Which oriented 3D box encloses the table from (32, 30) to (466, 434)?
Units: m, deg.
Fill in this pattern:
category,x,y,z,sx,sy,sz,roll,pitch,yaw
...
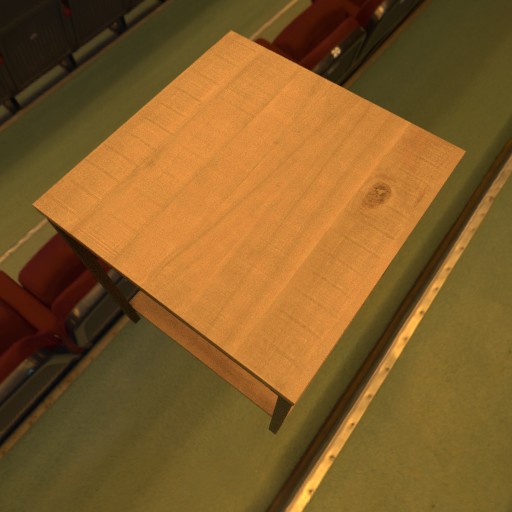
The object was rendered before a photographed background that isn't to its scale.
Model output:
category,x,y,z,sx,sy,sz,roll,pitch,yaw
table,0.000,0.000,0.986,0.503,0.589,0.507,34,69,15
